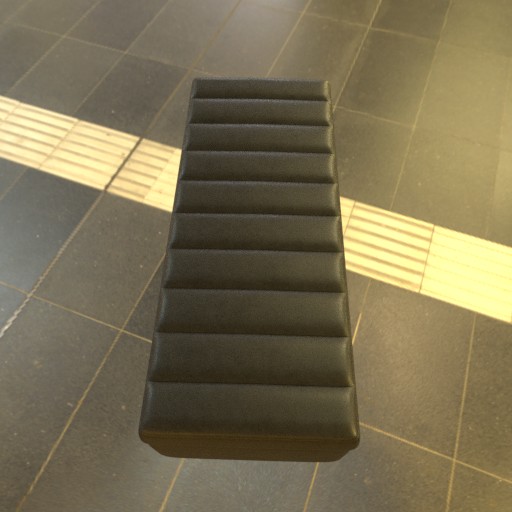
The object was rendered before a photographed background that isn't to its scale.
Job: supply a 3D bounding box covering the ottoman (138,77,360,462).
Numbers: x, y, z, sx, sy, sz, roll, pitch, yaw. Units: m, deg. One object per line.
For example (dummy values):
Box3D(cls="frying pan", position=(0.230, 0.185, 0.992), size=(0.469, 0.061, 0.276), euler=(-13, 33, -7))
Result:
Box3D(cls="ottoman", position=(0.000, 0.000, 1.381), size=(0.482, 0.469, 1.151), euler=(1, 59, 1))
